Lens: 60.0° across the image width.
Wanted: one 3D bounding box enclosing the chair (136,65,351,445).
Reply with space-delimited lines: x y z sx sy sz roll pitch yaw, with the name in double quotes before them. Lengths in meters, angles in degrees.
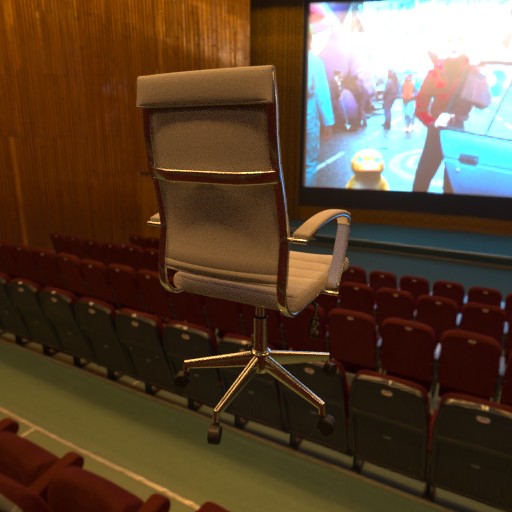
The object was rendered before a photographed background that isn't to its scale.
"chair" 0.000 0.000 1.570 0.679 1.149 0.667 8 17 28
